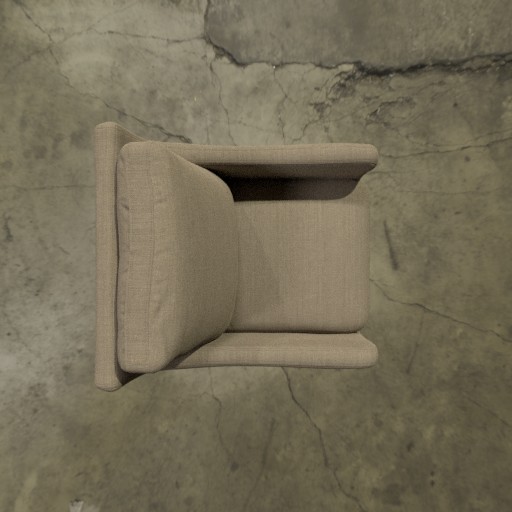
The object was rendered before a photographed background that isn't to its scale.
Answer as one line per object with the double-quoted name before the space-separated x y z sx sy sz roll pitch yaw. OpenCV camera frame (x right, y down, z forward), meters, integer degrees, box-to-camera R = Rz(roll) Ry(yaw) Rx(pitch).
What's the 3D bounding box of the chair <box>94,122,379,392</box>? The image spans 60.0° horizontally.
"chair" 0.000 0.000 1.350 0.694 0.914 0.626 0 90 1
